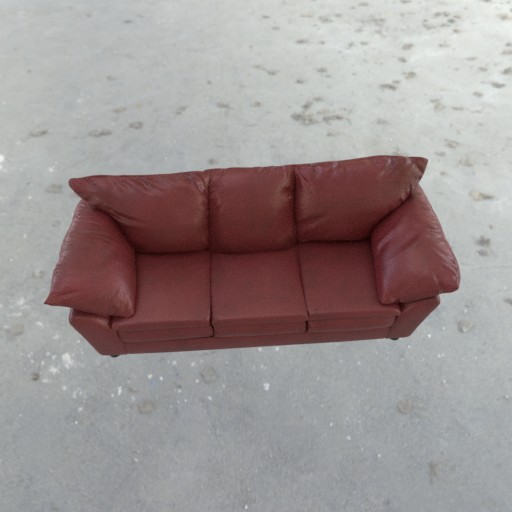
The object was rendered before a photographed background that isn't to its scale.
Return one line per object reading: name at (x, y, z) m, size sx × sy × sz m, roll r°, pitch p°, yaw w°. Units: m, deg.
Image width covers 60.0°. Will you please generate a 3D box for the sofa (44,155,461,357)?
sofa at (0.000, 0.000, 2.891) m, size 2.390 × 1.091 × 0.907 m, roll -3°, pitch 48°, yaw -3°
